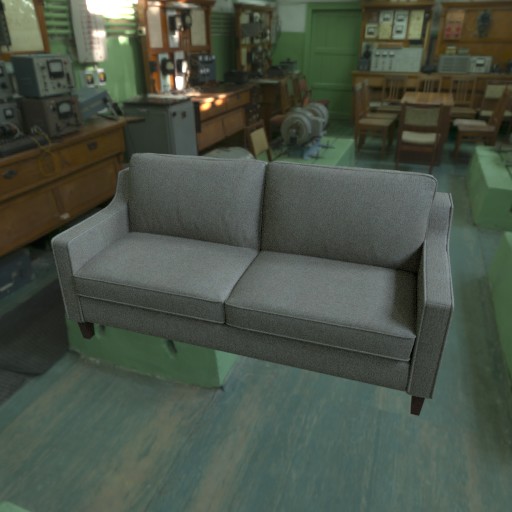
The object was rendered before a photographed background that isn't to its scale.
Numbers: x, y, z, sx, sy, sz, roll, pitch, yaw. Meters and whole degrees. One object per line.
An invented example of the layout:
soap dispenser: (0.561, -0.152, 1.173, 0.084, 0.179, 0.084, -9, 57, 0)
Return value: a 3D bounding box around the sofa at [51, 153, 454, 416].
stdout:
sofa: (0.000, 0.000, 2.748, 2.181, 1.074, 1.073, 9, 28, 16)
